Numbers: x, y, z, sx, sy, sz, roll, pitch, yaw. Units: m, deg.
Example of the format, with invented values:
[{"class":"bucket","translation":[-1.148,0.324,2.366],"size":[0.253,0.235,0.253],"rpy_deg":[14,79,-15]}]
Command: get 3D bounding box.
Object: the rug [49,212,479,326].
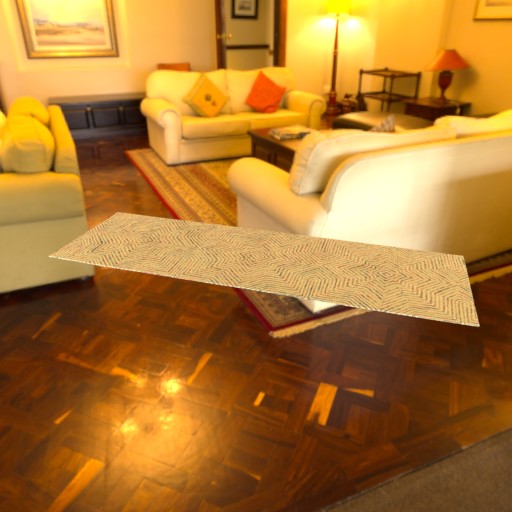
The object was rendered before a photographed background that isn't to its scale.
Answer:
[{"class":"rug","translation":[0.000,0.000,2.732],"size":[2.443,0.009,0.771],"rpy_deg":[8,29,15]}]
